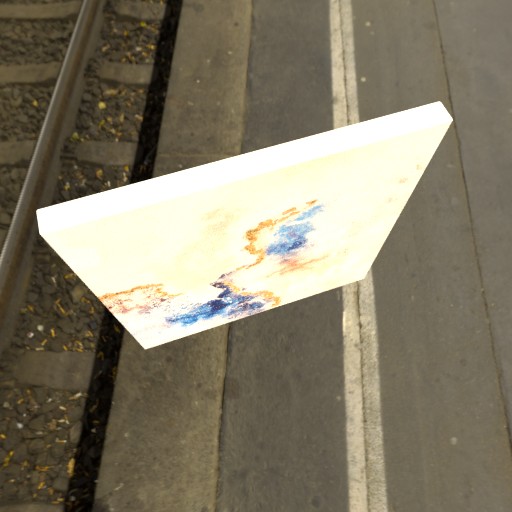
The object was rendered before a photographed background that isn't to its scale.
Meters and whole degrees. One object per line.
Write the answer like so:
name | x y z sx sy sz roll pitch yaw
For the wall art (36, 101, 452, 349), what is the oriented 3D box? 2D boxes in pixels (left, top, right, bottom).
wall art | 0.000 0.000 1.571 1.061 1.061 0.071 -17 65 -8
